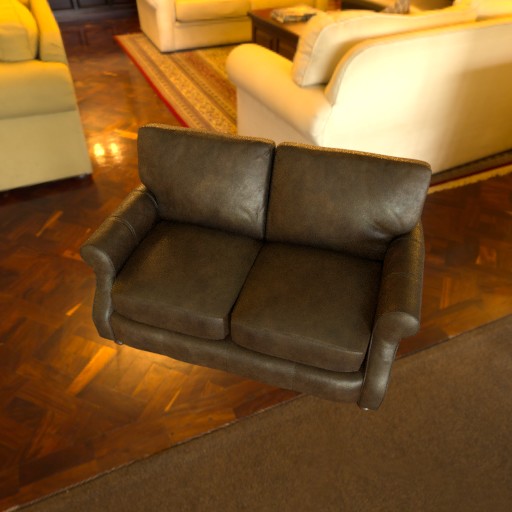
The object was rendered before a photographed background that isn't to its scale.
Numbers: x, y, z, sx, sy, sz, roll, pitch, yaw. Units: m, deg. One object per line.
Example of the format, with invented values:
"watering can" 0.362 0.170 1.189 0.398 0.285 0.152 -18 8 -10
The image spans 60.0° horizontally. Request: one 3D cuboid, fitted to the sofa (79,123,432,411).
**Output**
"sofa" 0.000 0.000 2.275 1.616 0.976 0.990 11 42 13
